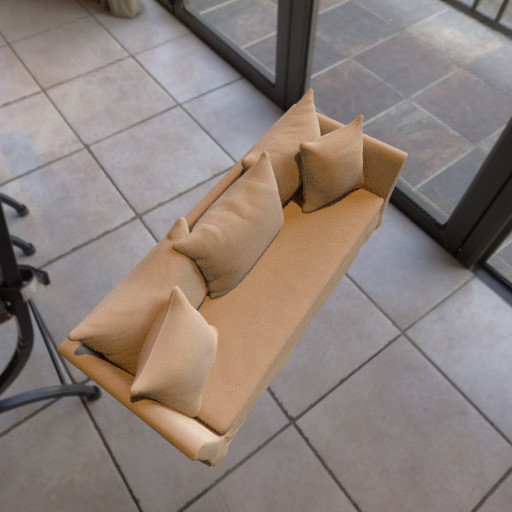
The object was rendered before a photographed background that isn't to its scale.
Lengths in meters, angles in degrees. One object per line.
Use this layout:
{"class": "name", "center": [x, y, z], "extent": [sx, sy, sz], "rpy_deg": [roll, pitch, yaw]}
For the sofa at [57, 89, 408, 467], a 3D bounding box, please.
{"class": "sofa", "center": [0.000, 0.000, 3.028], "extent": [1.046, 1.047, 2.499], "rpy_deg": [31, 63, 17]}
